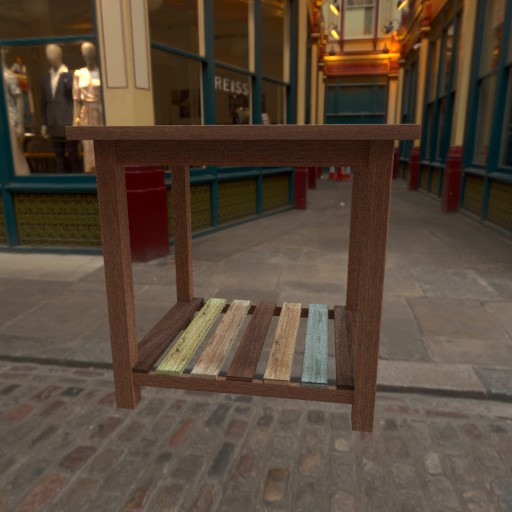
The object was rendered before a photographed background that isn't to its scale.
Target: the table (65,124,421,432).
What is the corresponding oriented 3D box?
[{"bbox_3d":[0.000,0.000,1.155,0.660,0.635,0.559,2,15,9],"label":"table"}]
